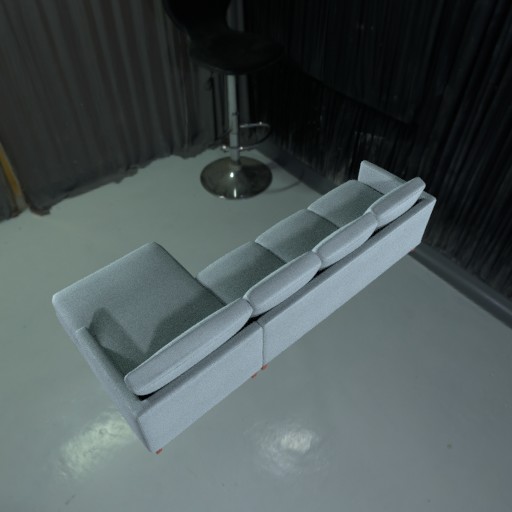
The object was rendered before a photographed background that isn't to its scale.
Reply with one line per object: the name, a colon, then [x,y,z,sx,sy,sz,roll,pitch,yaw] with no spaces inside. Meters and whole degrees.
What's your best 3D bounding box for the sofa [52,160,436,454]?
sofa: [0.000,0.000,4.227,3.471,0.950,1.604,-32,54,-27]
